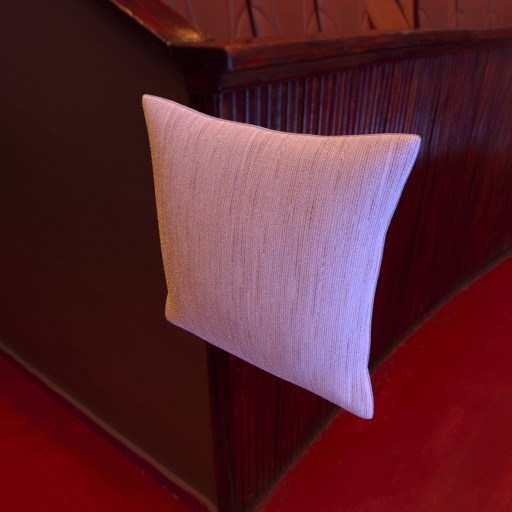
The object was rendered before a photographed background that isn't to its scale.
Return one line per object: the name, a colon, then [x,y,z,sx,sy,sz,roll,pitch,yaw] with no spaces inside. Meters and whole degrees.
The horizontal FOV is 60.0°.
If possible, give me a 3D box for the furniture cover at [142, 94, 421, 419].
furniture cover: [0.000,0.000,0.800,0.512,0.506,0.178,19,35,30]
